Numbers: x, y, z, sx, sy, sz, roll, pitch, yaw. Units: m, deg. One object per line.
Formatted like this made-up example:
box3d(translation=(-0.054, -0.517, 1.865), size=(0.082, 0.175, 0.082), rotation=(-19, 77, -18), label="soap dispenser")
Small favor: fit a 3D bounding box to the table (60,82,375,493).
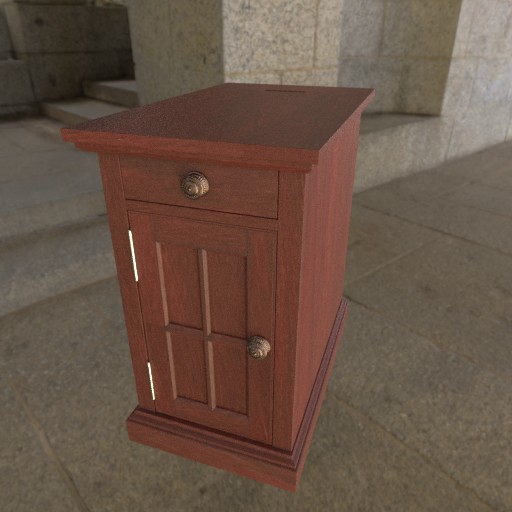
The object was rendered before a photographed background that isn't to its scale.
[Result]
box3d(translation=(0.000, 0.000, 0.931), size=(0.356, 0.612, 0.584), rotation=(9, 29, 17), label="table")
